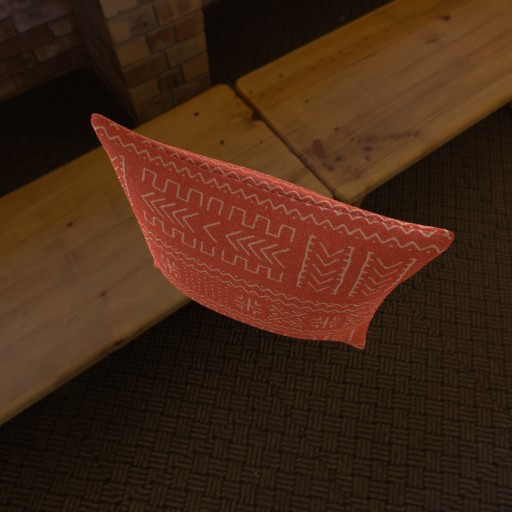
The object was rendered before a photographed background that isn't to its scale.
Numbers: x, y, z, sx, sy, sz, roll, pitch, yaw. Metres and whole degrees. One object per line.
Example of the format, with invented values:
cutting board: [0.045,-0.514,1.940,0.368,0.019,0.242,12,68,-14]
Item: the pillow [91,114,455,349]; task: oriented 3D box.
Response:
pillow: [0.000,0.000,0.673,0.438,0.429,0.164,21,66,10]
